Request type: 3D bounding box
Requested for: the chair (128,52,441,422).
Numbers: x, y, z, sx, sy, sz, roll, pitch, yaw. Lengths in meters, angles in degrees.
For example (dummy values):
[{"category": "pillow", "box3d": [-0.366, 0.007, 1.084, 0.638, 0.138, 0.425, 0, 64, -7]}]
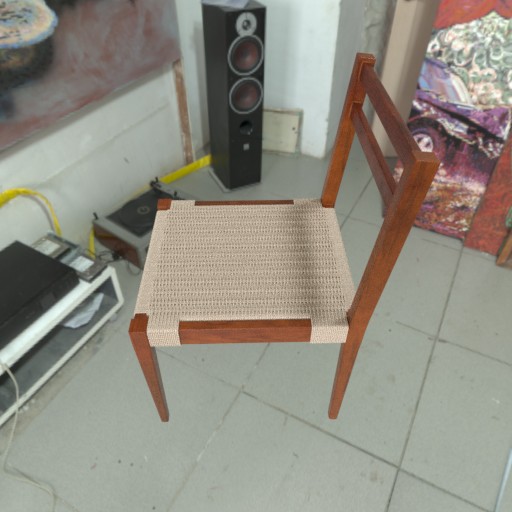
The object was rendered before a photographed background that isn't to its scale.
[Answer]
[{"category": "chair", "box3d": [0.000, 0.000, 1.156, 0.569, 0.851, 0.495, -1, 43, -1]}]
